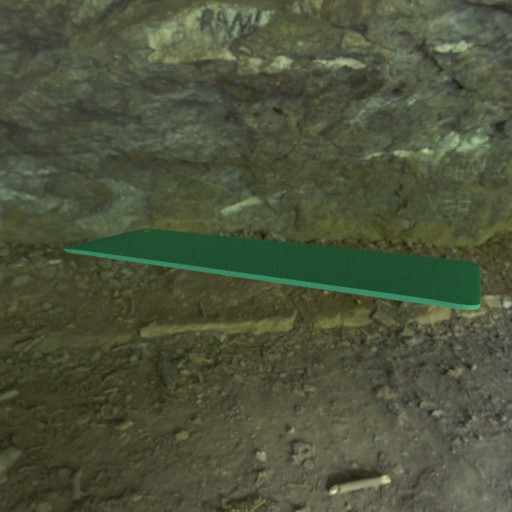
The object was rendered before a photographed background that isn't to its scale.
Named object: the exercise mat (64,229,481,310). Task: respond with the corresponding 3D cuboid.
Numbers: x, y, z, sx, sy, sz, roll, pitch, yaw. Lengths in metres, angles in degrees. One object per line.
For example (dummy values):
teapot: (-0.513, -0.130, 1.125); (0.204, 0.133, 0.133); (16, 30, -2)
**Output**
exercise mat: (0.000, 0.000, 2.052); (1.869, 0.021, 0.616); (7, 15, 26)
